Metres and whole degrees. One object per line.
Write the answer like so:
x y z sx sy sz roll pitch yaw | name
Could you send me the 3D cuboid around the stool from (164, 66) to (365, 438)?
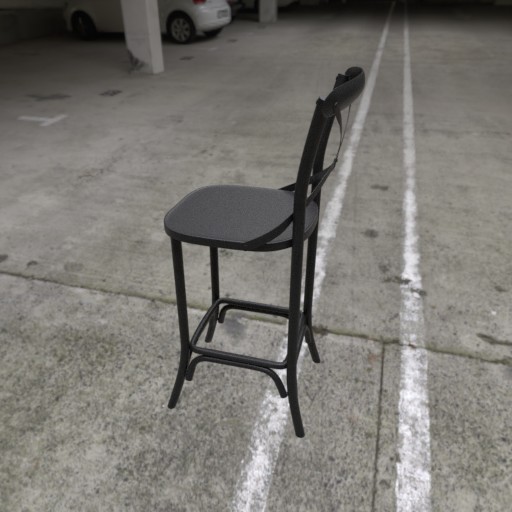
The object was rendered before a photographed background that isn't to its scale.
0.000 0.000 1.487 0.584 1.168 0.457 8 30 13 | stool
